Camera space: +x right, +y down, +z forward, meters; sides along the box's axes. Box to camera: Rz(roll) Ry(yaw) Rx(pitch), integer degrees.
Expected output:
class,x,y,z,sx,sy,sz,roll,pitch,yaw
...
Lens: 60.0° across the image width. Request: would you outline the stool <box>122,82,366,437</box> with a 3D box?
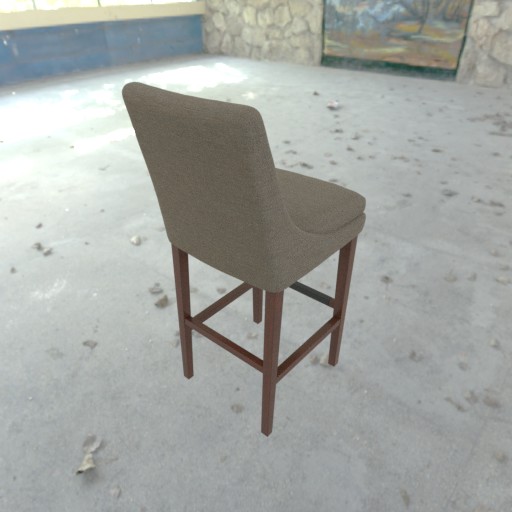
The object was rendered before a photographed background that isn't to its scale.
class,x,y,z,sx,sy,sz,roll,pitch,yaw
stool,0.000,0.000,1.416,0.470,1.078,0.577,24,40,33
